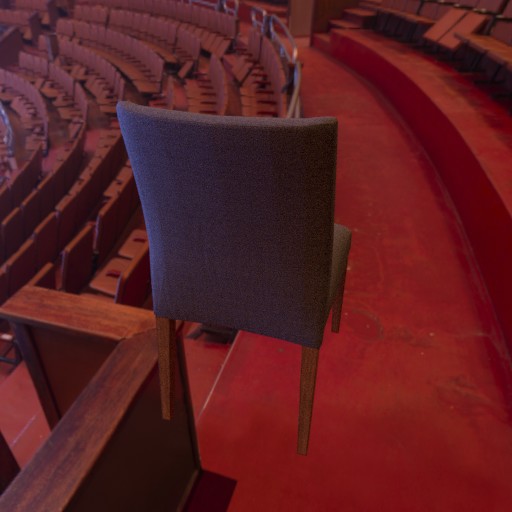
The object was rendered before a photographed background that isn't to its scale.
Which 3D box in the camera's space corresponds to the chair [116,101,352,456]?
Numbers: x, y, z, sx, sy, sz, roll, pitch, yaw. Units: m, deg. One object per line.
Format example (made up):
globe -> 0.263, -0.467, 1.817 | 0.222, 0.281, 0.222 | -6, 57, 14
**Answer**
chair -> 0.000, 0.000, 1.253 | 0.496, 0.940, 0.585 | 9, 34, 13
